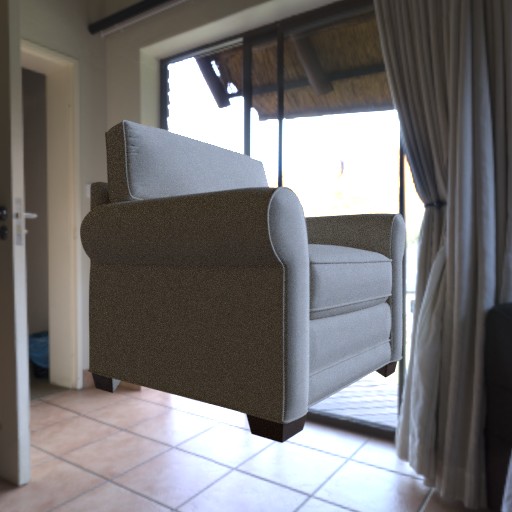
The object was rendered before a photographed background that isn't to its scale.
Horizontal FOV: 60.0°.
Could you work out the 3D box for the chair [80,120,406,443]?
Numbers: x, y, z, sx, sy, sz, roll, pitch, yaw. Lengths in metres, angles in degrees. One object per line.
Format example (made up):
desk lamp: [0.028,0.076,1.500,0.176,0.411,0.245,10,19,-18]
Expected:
chair: [0.000,0.000,1.704,0.863,0.955,1.040,0,0,36]
